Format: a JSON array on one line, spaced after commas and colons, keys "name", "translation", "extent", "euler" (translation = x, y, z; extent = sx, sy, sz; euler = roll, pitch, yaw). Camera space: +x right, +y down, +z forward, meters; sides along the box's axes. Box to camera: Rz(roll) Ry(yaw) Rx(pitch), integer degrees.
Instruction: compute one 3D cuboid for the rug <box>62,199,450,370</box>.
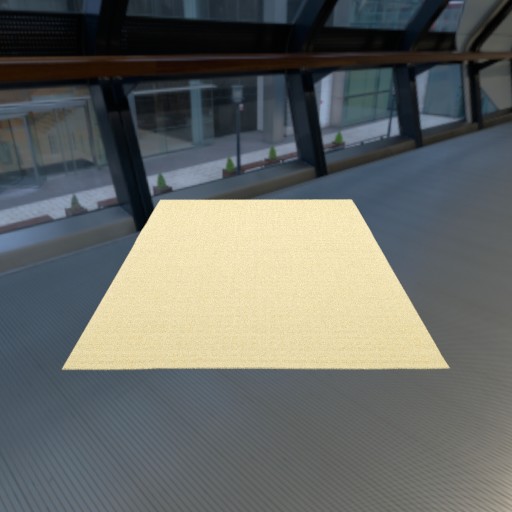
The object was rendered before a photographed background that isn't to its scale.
[{"name": "rug", "translation": [0.000, 0.000, 4.212], "extent": [2.452, 0.016, 3.204], "euler": [0, 26, 0]}]
